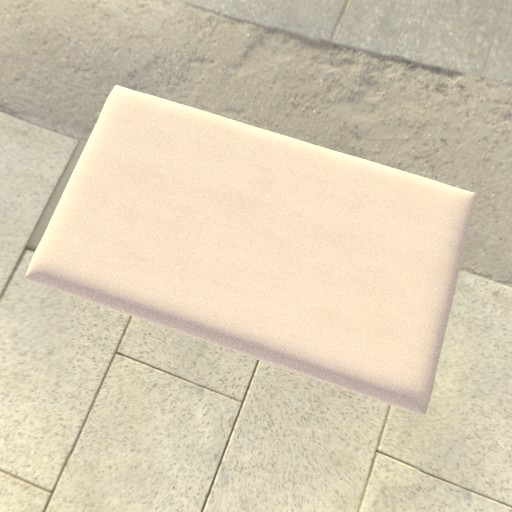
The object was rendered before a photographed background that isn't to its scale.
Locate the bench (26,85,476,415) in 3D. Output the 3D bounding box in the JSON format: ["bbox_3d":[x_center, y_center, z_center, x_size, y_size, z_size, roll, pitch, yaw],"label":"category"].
[{"bbox_3d":[0.000,0.000,1.160,0.887,0.449,0.500,18,77,4],"label":"bench"}]
